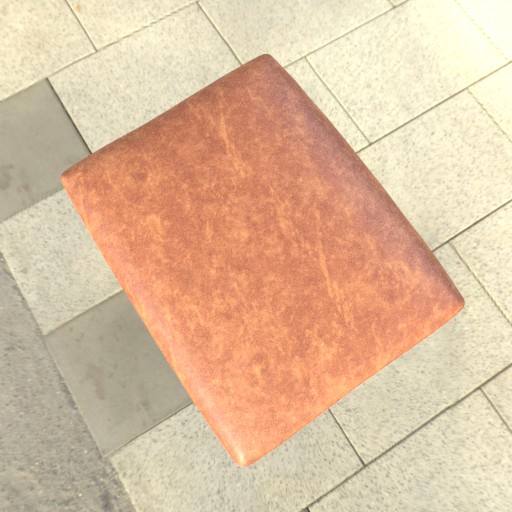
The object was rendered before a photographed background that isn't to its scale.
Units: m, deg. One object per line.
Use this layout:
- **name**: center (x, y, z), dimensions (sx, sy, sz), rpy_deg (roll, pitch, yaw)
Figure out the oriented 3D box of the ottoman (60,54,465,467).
- **ottoman**: center (0.000, 0.000, 1.112), dimensions (0.586, 0.486, 0.742), rpy_deg (-33, 79, -7)
